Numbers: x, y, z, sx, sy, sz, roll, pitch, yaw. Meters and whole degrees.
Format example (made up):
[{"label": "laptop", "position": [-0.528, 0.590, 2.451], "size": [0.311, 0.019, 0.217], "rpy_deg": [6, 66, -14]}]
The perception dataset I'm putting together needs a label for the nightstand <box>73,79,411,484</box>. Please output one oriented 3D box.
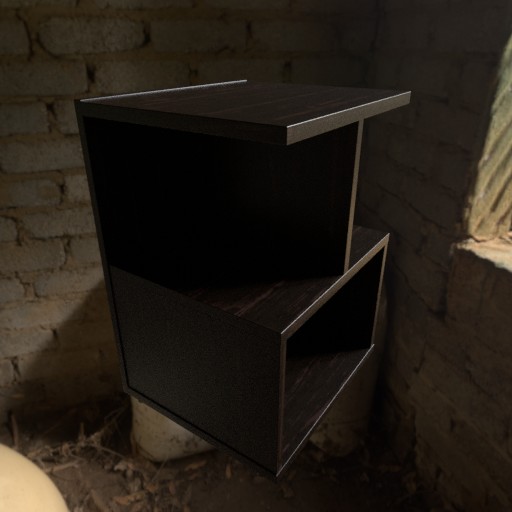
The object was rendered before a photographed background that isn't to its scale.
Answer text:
[{"label": "nightstand", "position": [0.000, 0.000, 0.810], "size": [0.356, 0.559, 0.400], "rpy_deg": [17, 31, 31]}]
